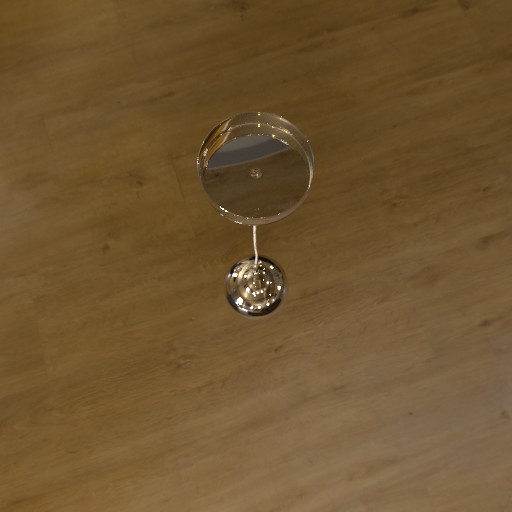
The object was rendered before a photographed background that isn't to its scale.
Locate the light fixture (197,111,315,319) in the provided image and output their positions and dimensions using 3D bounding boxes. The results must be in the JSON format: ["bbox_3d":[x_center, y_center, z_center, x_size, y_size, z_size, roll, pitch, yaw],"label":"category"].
[{"bbox_3d":[0.000,0.000,1.680,0.336,1.538,0.336,-2,75,-1],"label":"light fixture"}]
